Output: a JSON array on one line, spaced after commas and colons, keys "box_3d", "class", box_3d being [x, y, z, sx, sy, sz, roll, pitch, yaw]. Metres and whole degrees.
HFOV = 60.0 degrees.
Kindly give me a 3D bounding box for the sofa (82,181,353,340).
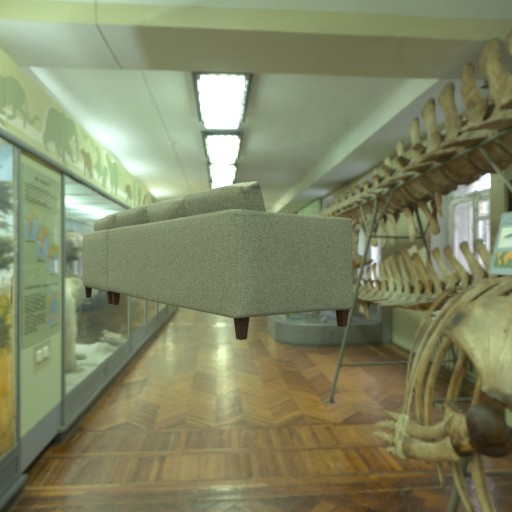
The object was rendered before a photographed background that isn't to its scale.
[{"box_3d": [0.000, 0.000, 4.466, 2.593, 0.947, 3.302, 0, 0, -35], "class": "sofa"}]
